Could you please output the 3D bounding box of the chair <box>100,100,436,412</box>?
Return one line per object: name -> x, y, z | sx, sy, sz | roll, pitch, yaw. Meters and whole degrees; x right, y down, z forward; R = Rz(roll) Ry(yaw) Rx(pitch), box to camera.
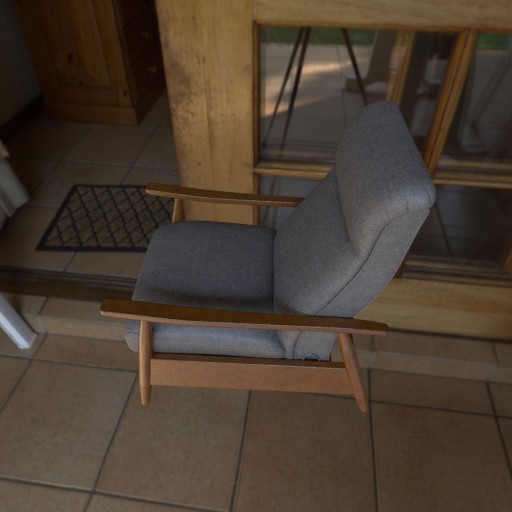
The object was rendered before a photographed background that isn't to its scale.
chair -> 0.000, 0.000, 1.781 | 1.014, 1.081, 0.762 | 1, 43, 1
